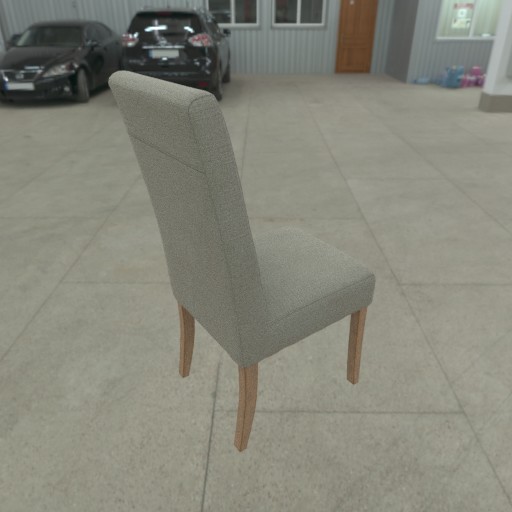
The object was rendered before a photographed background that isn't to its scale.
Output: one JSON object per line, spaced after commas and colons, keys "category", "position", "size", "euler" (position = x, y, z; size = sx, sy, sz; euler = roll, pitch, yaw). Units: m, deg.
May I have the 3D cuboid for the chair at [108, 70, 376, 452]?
{"category": "chair", "position": [0.000, 0.000, 1.334], "size": [0.611, 1.033, 0.450], "euler": [-19, 34, -30]}
